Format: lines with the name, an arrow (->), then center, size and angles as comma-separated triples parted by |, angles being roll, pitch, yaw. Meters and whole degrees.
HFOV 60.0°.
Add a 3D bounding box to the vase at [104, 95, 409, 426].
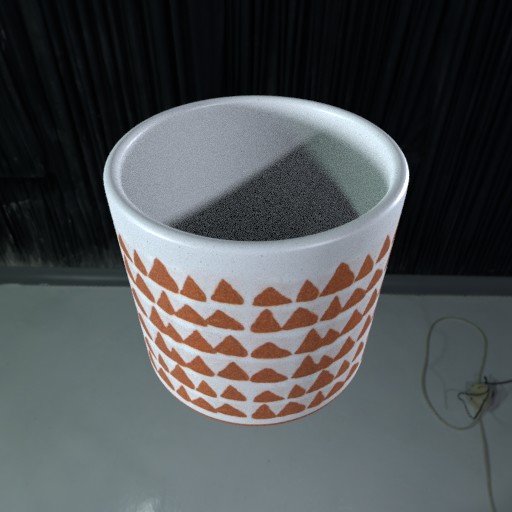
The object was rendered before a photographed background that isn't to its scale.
vase -> 0.000, 0.000, 0.245 | 0.137, 0.127, 0.137 | 0, 41, 0
